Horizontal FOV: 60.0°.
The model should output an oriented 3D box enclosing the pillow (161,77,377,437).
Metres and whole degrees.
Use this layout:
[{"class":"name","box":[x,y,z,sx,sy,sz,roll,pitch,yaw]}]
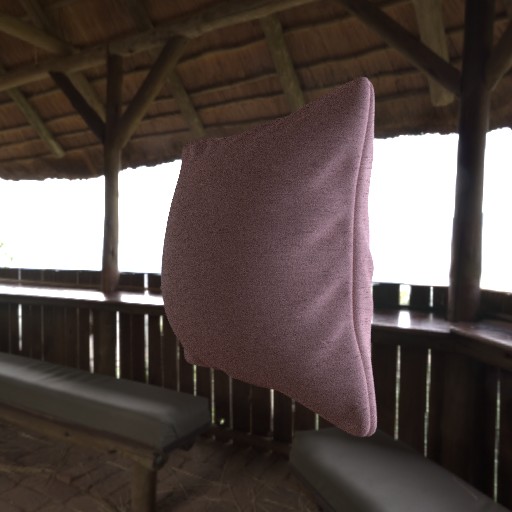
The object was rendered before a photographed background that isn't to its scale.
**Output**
[{"class":"pillow","box":[0.000,0.000,0.671,0.246,0.415,0.432,-1,2,-37]}]
